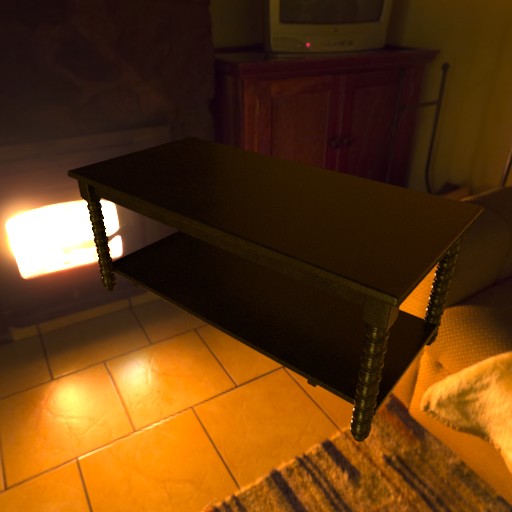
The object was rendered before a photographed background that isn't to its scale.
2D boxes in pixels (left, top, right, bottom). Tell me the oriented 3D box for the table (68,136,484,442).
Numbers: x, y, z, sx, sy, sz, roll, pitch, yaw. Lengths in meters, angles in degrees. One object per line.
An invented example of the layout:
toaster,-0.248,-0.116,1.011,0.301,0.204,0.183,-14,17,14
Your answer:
table,0.000,0.000,1.472,1.171,0.487,0.580,22,36,33
